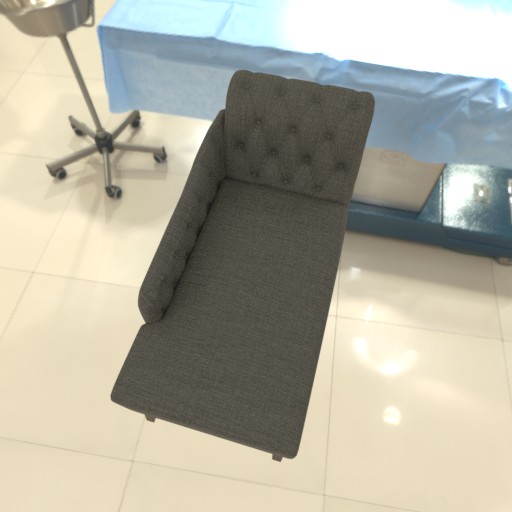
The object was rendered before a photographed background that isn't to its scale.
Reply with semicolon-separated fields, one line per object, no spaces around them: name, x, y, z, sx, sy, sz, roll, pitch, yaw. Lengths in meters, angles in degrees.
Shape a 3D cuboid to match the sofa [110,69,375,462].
sofa;0.000;0.000;1.807;0.675;0.787;1.379;14;59;9
